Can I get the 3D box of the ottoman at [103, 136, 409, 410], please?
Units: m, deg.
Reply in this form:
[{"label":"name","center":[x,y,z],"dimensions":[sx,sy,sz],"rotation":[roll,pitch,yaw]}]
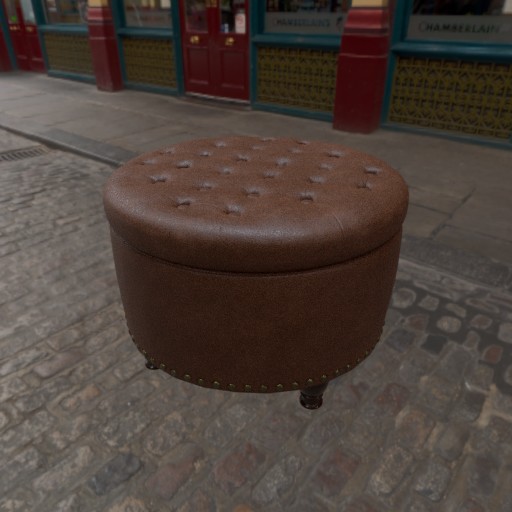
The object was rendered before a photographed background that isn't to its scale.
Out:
[{"label":"ottoman","center":[0.000,0.000,1.047],"dimensions":[0.637,0.442,0.637],"rotation":[0,28,0]}]
